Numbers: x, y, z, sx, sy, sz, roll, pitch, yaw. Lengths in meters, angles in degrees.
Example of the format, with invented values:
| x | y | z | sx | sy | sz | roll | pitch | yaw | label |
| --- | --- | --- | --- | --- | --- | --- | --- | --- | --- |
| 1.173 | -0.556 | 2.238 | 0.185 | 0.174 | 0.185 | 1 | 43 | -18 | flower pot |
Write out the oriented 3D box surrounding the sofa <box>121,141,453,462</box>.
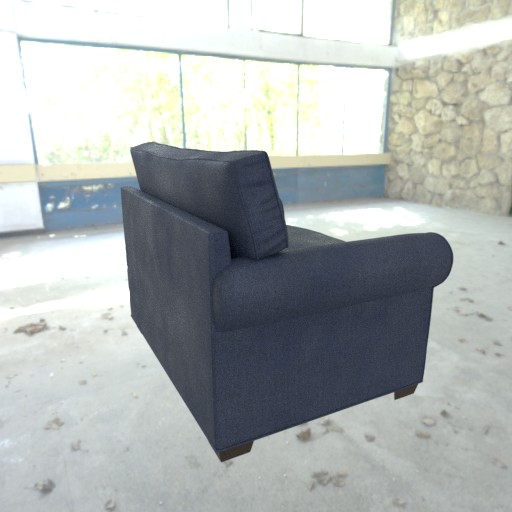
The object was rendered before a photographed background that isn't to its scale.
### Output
| x | y | z | sx | sy | sz | roll | pitch | yaw | label |
| --- | --- | --- | --- | --- | --- | --- | --- | --- | --- |
| 0.000 | 0.000 | 2.033 | 0.938 | 1.004 | 1.405 | -8 | 17 | -26 | sofa |
